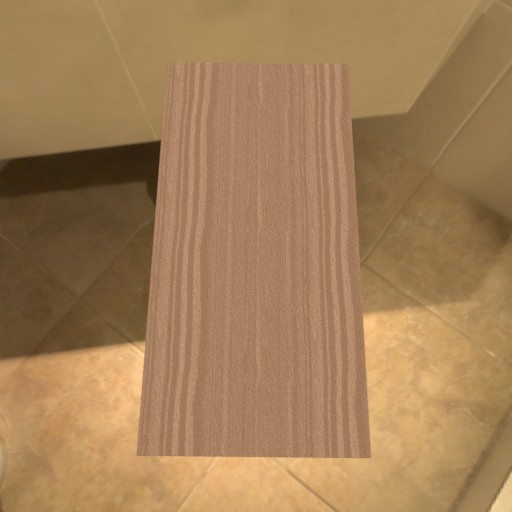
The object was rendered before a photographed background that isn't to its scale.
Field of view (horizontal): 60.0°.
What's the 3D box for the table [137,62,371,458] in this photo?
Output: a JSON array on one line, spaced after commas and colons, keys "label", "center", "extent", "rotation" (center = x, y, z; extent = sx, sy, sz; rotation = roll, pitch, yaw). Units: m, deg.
[{"label": "table", "center": [0.000, 0.000, 1.514], "extent": [0.600, 0.450, 1.200], "rotation": [1, 74, 0]}]
